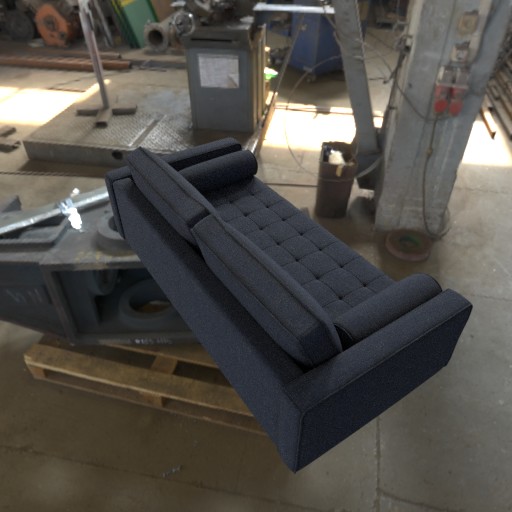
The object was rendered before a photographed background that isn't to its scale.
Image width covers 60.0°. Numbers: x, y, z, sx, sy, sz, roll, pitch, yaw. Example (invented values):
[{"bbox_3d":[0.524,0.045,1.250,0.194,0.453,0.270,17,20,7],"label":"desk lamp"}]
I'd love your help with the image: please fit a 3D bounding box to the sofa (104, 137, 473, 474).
[{"bbox_3d":[0.000,0.000,2.308,0.914,0.762,1.880,-23,45,-25],"label":"sofa"}]
